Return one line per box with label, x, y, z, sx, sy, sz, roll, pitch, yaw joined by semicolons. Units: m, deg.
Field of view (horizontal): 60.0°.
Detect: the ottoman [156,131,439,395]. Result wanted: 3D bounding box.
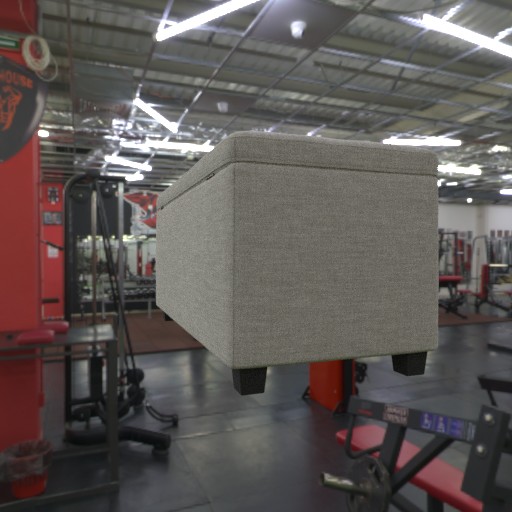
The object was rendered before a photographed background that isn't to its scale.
ottoman;0.000;0.000;1.151;0.419;0.432;0.902;0;1;-20
